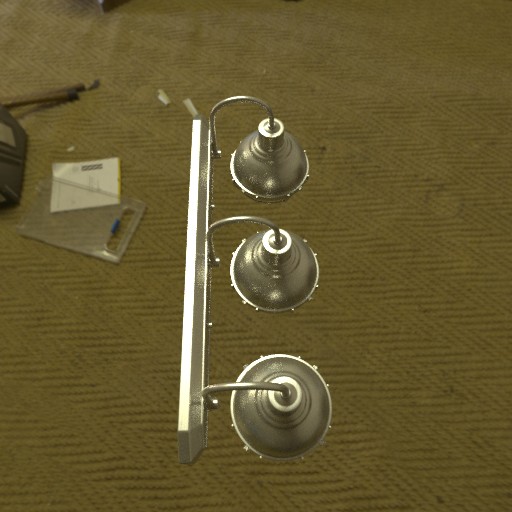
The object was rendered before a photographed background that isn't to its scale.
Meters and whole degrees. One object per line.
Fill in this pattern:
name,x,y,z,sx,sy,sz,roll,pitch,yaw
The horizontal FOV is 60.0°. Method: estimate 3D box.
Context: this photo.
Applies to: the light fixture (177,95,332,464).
light fixture,0.000,0.000,0.753,0.229,0.254,0.634,-1,64,-1
